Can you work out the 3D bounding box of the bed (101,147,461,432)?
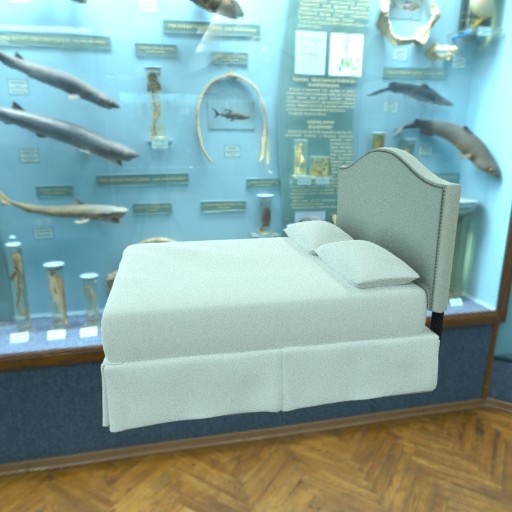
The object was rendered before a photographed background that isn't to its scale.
[{"bbox_3d":[0.000,0.000,3.394,2.180,1.607,1.813,-3,15,-11],"label":"bed"}]
